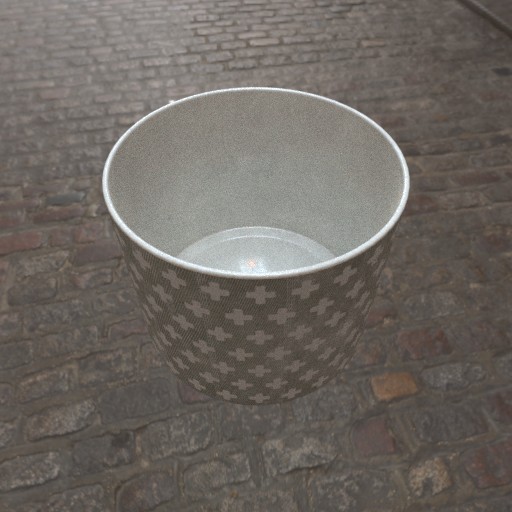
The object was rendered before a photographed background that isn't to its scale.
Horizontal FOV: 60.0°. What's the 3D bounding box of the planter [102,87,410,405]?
[{"bbox_3d":[0.000,0.000,0.457,0.250,0.239,0.250,0,48,0],"label":"planter"}]
